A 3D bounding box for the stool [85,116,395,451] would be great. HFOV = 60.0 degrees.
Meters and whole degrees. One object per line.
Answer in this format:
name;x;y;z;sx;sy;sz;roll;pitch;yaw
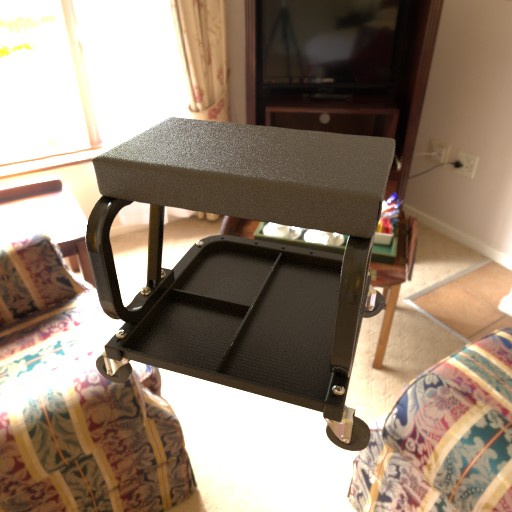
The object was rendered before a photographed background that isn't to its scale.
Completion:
stool;0.000;0.000;0.722;0.446;0.380;0.371;10;34;16
